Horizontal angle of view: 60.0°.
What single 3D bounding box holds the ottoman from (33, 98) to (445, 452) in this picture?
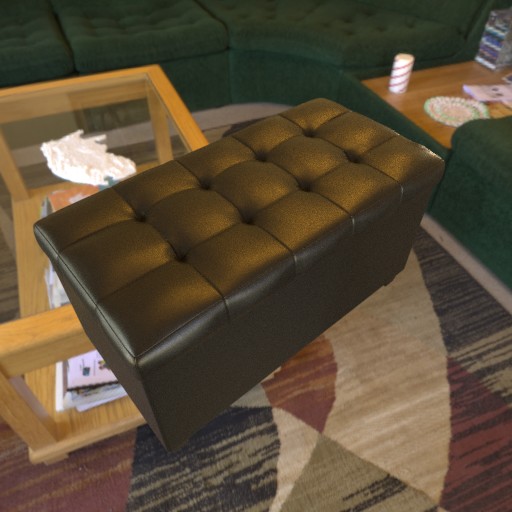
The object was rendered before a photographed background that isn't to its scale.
[{"bbox_3d":[0.000,0.000,1.104,0.838,0.470,0.432,-31,54,-27],"label":"ottoman"}]
